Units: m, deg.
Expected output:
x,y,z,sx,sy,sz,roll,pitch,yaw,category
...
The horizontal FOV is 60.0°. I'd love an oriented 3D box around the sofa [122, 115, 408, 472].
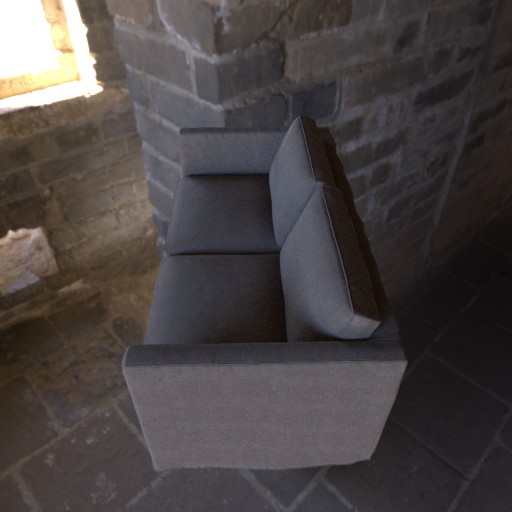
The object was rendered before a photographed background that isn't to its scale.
x,y,z,sx,sy,sz,roll,pitch,yaw,category
0.000,0.000,2.282,0.974,0.854,1.802,-1,41,-1,sofa
